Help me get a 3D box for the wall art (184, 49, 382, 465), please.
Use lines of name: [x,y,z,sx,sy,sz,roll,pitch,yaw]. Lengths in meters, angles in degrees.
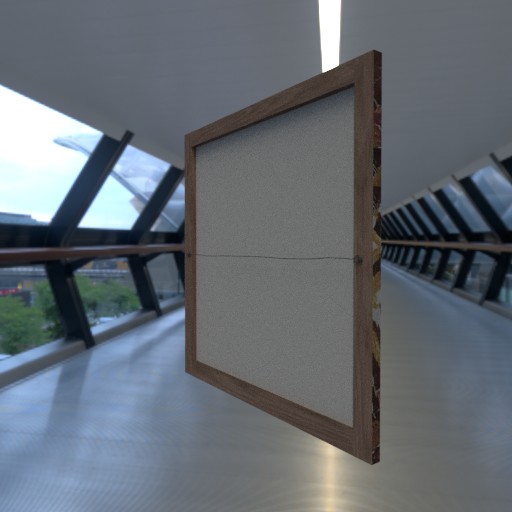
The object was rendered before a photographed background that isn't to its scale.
wall art: [0.000,0.000,1.123,0.028,0.762,0.757,-1,1,-36]
